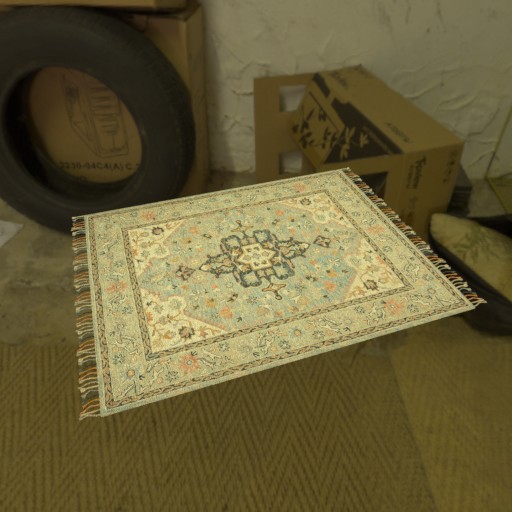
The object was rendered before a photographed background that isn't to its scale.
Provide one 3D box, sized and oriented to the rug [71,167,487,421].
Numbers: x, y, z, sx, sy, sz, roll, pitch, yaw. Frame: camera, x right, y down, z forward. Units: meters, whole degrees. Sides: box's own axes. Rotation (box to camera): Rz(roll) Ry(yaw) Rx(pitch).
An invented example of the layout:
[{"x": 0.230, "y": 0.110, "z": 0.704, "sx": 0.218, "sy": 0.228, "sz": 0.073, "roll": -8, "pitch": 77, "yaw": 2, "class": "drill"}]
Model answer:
[{"x": 0.000, "y": 0.000, "z": 3.376, "sx": 2.651, "sy": 0.010, "sz": 1.971, "roll": -13, "pitch": 42, "yaw": -14, "class": "rug"}]
